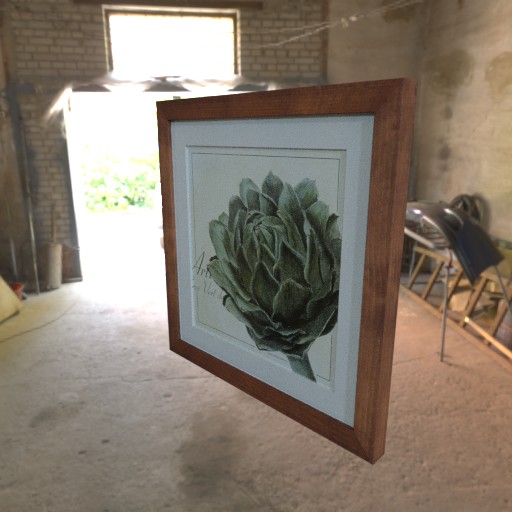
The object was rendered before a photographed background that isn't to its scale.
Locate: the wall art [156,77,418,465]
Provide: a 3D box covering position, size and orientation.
[{"bbox_3d":[0.000,0.000,0.825,0.554,0.572,0.037,15,21,43],"label":"wall art"}]
